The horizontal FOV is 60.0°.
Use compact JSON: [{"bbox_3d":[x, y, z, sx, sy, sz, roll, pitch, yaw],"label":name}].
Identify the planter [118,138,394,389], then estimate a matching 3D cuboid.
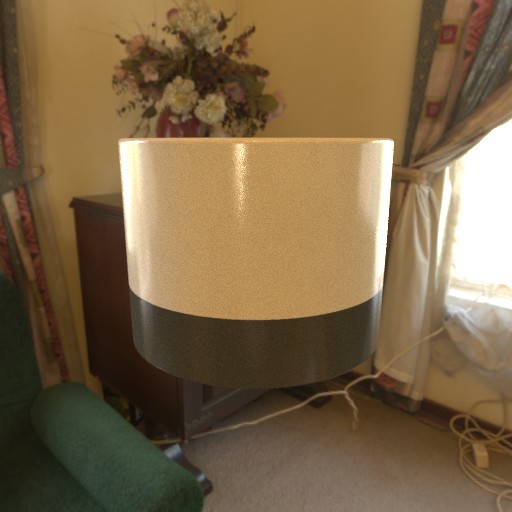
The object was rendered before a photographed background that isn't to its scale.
[{"bbox_3d":[0.000,0.000,0.346,0.193,0.177,0.193,0,15,0],"label":"planter"}]
